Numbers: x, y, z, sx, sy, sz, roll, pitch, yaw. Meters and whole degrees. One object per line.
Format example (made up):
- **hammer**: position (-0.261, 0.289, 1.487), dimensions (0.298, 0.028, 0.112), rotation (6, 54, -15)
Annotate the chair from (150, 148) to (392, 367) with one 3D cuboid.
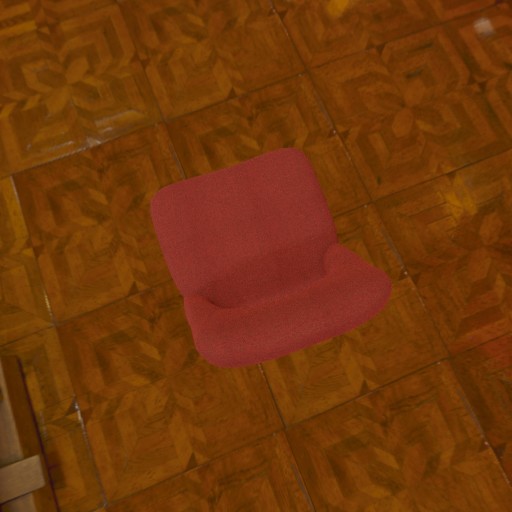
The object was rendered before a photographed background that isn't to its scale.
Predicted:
- **chair**: position (0.000, 0.000, 1.237), dimensions (0.483, 0.892, 0.569), rotation (-19, 76, -5)
